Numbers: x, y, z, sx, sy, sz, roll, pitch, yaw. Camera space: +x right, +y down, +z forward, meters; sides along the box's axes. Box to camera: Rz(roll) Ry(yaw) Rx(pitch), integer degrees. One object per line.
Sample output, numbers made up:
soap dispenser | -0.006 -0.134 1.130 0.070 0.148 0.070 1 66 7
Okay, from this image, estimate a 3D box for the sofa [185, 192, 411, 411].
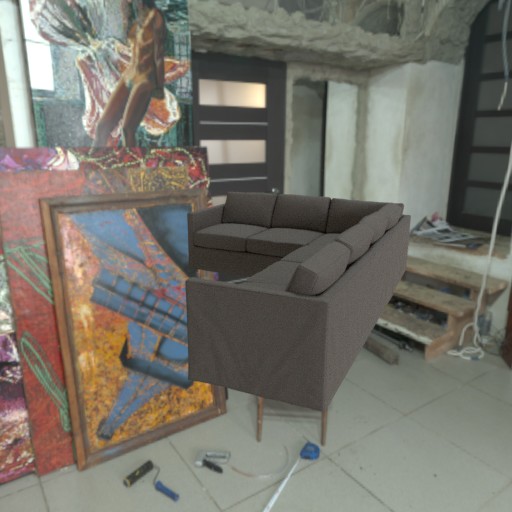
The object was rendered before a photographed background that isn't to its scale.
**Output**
sofa | 0.000 0.000 4.287 2.432 0.871 3.182 7 16 25
